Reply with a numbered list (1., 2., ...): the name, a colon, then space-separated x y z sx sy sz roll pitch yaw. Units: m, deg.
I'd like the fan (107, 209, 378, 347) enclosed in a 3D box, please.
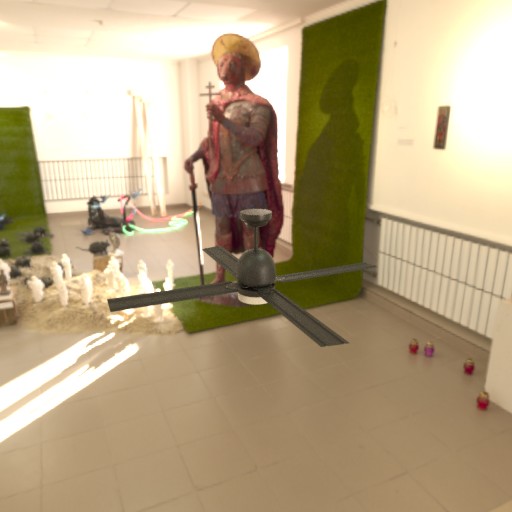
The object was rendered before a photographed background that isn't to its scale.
1. fan: 0.000 0.000 2.028 1.319 0.410 1.319 -8 19 -24
